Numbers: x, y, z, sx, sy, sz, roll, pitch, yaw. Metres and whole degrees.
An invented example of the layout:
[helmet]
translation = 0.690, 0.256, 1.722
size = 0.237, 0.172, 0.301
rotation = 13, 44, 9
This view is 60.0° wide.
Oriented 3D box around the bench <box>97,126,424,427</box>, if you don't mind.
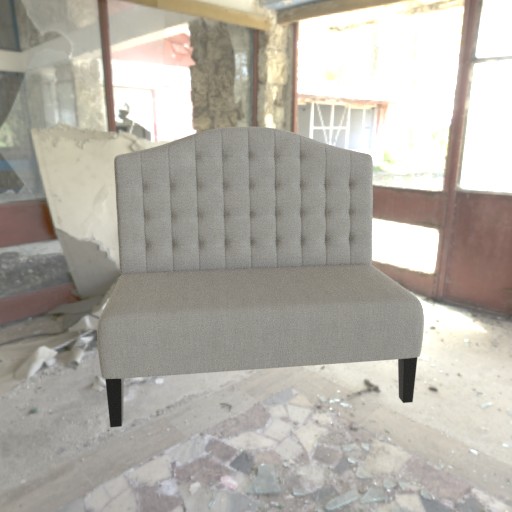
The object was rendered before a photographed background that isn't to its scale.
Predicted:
[bench]
translation = 0.000, 0.000, 2.088
size = 1.335, 1.180, 0.815
rotation = -2, 16, -7
